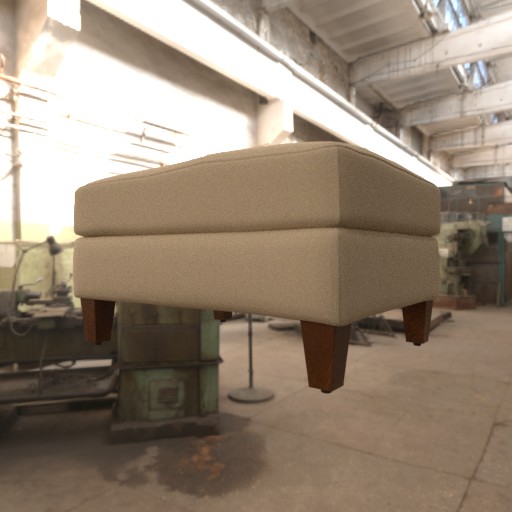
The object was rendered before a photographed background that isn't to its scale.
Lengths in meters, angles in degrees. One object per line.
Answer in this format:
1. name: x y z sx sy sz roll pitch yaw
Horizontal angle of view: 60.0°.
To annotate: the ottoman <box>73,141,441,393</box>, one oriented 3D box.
1. ottoman: 0.000 0.000 1.204 0.818 0.485 0.634 0 0 37
